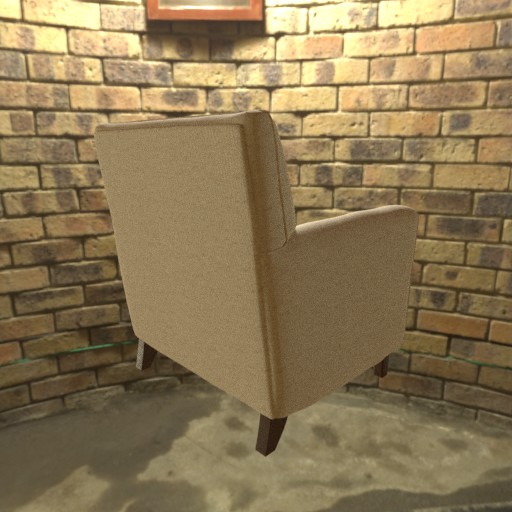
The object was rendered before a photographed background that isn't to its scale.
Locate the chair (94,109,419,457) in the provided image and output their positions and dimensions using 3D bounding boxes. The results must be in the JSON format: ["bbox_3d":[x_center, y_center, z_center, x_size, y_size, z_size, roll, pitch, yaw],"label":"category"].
[{"bbox_3d":[0.000,0.000,1.629,0.823,0.943,0.870,-13,19,-42],"label":"chair"}]
